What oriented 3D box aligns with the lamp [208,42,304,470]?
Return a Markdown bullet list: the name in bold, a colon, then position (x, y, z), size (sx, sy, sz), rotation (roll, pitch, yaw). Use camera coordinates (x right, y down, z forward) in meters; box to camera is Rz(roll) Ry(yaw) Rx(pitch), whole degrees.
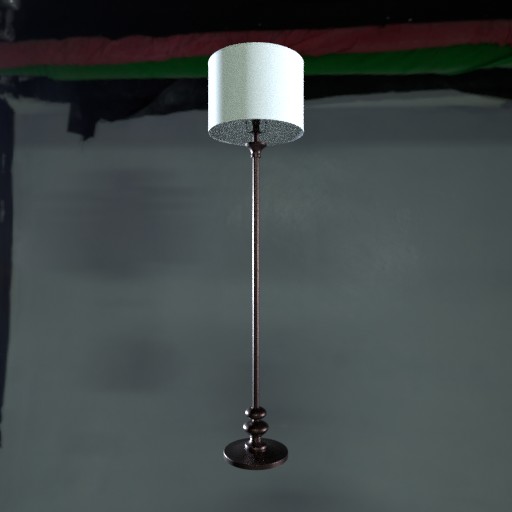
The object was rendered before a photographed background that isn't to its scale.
- **lamp**: position (0.000, 0.000, 1.663), size (0.356, 1.487, 0.356), rotation (0, 0, 1)
